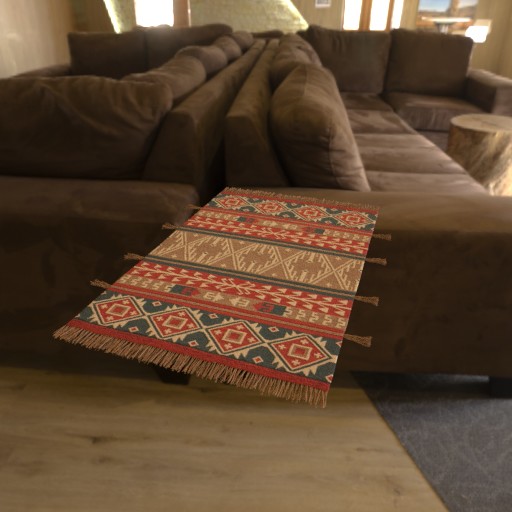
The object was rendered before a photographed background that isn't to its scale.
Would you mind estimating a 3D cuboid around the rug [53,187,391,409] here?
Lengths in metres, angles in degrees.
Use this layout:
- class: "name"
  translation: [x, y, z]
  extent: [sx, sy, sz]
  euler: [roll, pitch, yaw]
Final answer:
- class: "rug"
  translation: [0.000, 0.000, 2.616]
  extent: [1.469, 0.040, 2.025]
  euler: [10, 31, 17]
